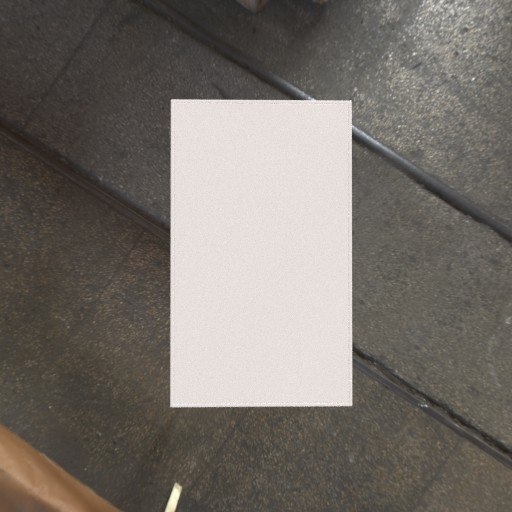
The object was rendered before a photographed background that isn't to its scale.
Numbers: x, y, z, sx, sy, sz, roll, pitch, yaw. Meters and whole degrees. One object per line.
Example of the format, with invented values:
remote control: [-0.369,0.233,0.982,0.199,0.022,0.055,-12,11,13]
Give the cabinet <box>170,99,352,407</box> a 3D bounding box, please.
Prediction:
cabinet: [0.000,0.000,2.376,0.580,1.920,0.980,0,89,-1]
